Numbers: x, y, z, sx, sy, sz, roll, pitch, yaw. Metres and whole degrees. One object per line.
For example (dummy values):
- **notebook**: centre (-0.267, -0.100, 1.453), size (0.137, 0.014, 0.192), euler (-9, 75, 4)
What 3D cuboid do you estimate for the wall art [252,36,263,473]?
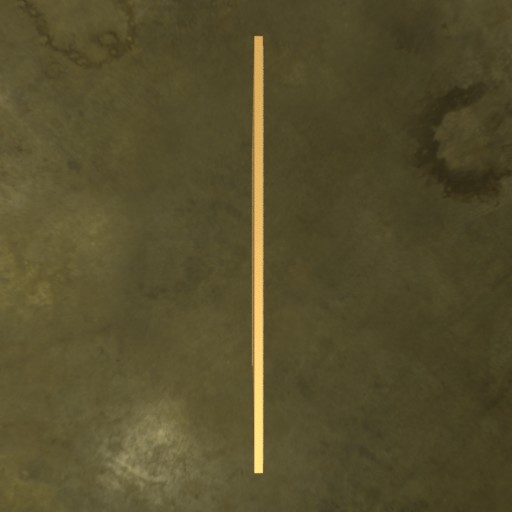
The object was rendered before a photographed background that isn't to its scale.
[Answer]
- **wall art**: centre (0.000, 0.000, 0.994), size (0.014, 0.655, 0.657), euler (0, 89, -1)
